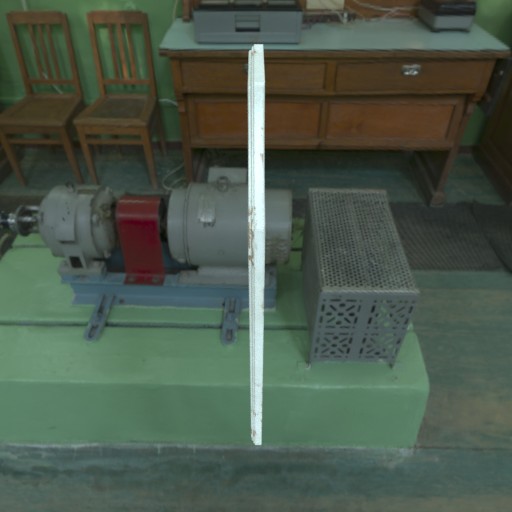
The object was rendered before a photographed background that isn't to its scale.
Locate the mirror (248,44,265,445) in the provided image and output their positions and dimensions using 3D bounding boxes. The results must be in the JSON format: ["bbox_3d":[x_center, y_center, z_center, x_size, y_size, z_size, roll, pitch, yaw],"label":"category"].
[{"bbox_3d":[0.000,0.000,0.846,0.022,0.717,0.403,0,42,0],"label":"mirror"}]
